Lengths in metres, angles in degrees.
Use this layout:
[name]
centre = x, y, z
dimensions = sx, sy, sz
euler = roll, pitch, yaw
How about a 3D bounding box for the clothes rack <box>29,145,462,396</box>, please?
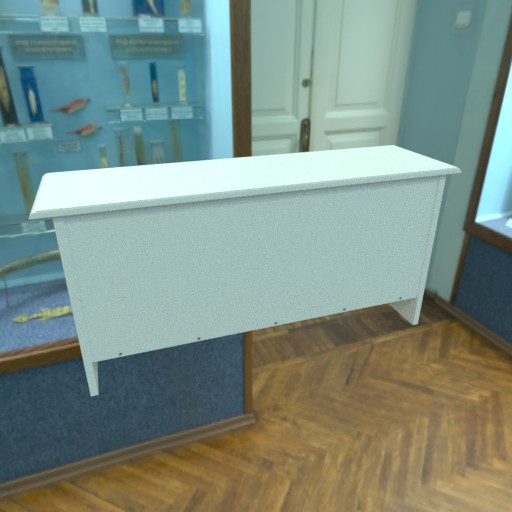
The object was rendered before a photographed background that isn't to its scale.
[clothes rack]
centre = 0.000, 0.000, 1.341
dimensions = 1.120, 0.531, 0.324
euler = -9, 27, -17
